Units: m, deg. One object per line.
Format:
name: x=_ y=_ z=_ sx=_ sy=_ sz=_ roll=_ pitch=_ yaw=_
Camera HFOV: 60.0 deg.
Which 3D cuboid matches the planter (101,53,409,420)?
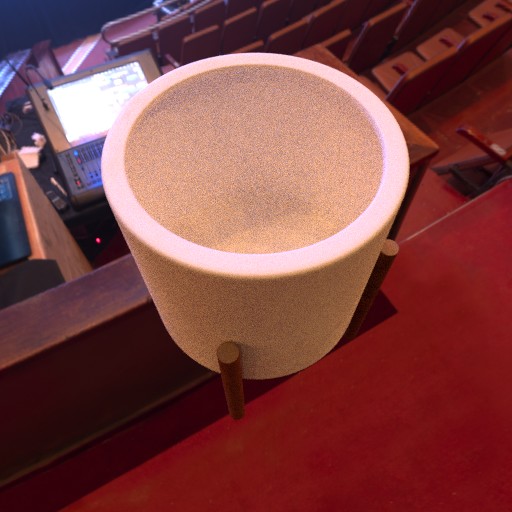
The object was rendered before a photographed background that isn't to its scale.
planter: x=0.000 y=0.000 z=0.854 sx=0.421 sy=0.581 sz=0.420 roll=-28 pitch=62 yaw=-16
